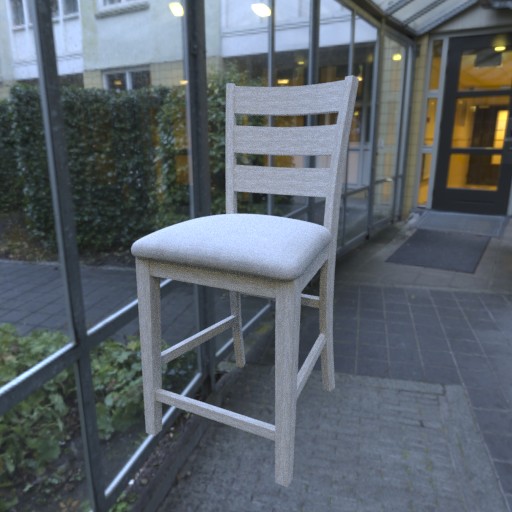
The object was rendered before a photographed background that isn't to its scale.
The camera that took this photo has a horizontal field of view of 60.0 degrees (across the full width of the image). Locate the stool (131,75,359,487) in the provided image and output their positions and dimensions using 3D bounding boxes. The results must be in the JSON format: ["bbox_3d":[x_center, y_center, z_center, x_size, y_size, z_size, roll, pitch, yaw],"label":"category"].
[{"bbox_3d":[0.000,0.000,1.326,0.484,1.032,0.569,8,17,27],"label":"stool"}]
